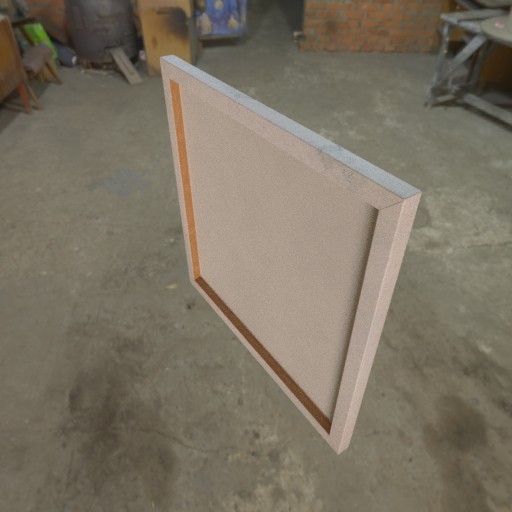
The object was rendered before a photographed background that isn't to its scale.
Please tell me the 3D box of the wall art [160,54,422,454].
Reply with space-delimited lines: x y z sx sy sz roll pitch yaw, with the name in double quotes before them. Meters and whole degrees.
"wall art" 0.000 0.000 1.102 0.038 0.762 0.762 -25 47 -26
